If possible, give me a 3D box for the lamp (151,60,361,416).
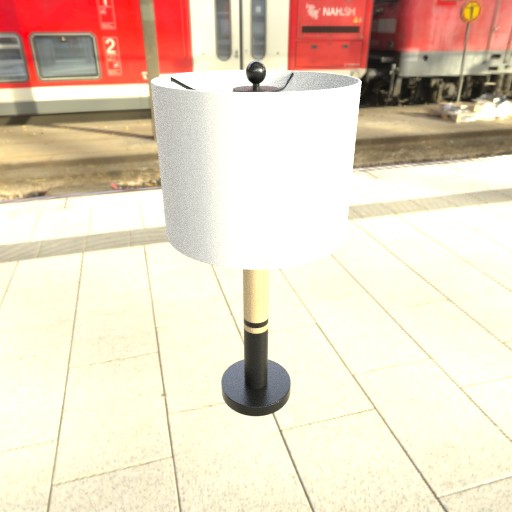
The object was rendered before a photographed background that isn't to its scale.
[{"bbox_3d":[0.000,0.000,0.792,0.305,0.640,0.305,-8,29,-16],"label":"lamp"}]
